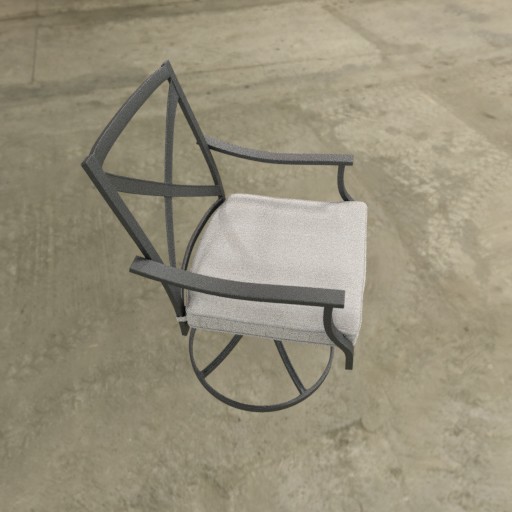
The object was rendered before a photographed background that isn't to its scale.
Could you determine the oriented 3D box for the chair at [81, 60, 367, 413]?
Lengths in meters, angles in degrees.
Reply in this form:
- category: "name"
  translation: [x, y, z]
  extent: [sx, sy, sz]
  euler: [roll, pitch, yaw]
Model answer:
- category: "chair"
  translation: [0.000, 0.000, 1.285]
  extent: [0.620, 0.889, 0.575]
  euler: [8, 46, 7]
